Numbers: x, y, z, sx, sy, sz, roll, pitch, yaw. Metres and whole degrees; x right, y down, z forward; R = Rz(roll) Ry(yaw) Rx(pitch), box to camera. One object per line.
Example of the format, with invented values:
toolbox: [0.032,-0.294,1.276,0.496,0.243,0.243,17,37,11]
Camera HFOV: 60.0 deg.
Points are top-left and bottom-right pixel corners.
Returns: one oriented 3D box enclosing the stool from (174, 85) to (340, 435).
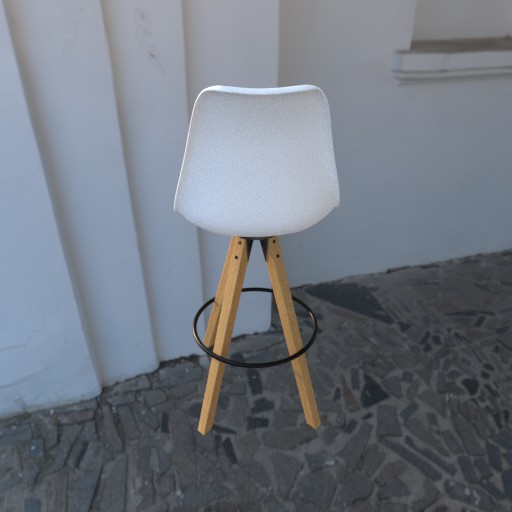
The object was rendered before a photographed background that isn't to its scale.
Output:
stool: [0.000,0.000,1.431,0.482,1.115,0.549,-2,30,-3]
